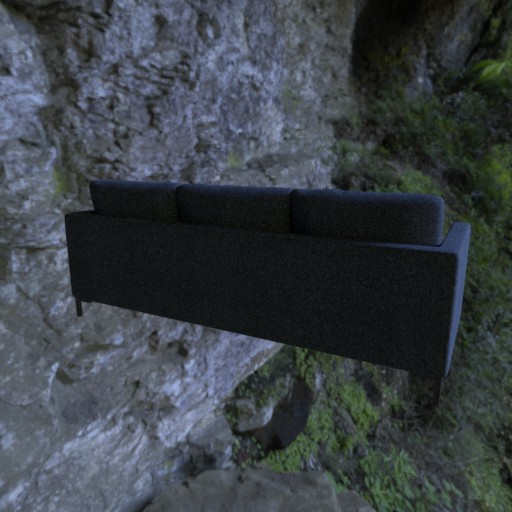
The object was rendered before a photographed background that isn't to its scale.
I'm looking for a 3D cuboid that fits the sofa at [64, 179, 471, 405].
[{"bbox_3d":[0.000,0.000,2.610,2.218,0.874,0.859,7,16,27],"label":"sofa"}]
